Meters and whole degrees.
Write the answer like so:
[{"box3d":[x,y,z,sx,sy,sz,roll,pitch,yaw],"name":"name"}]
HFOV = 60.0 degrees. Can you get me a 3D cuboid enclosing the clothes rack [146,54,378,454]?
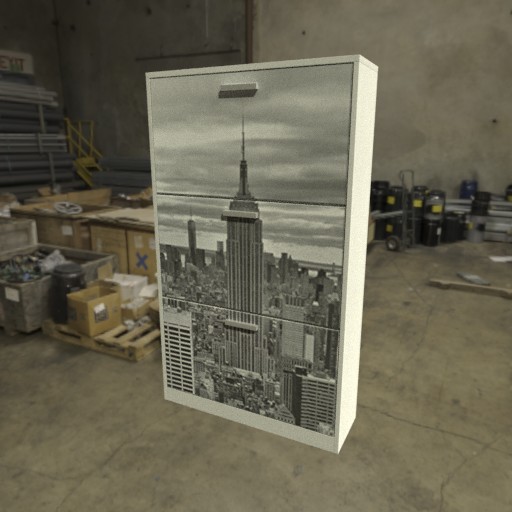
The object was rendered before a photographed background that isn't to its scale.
[{"box3d":[0.000,0.000,1.635,0.750,1.280,0.250,7,16,26],"name":"clothes rack"}]
